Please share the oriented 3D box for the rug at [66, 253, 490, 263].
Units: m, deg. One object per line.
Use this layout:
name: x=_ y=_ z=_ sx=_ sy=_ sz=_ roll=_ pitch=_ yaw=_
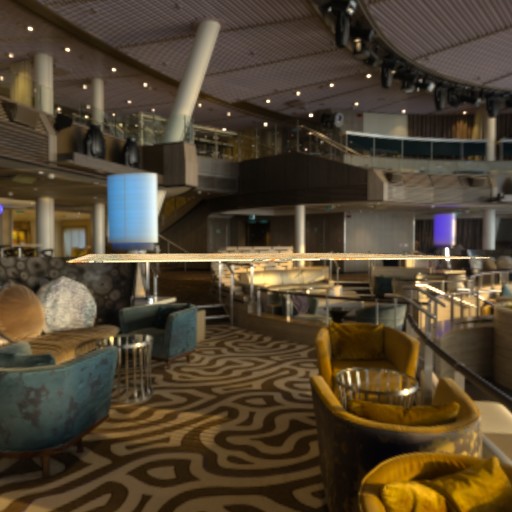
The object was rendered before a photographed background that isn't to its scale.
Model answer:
rug: x=0.000 y=0.000 z=4.133 sx=3.048 sy=0.010 sz=2.439 roll=0 pitch=1 yaw=-18
